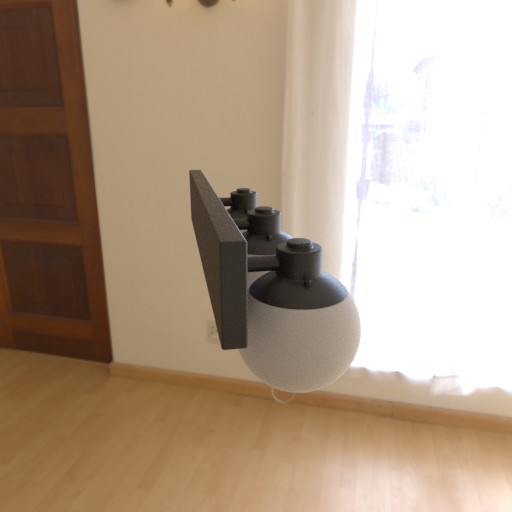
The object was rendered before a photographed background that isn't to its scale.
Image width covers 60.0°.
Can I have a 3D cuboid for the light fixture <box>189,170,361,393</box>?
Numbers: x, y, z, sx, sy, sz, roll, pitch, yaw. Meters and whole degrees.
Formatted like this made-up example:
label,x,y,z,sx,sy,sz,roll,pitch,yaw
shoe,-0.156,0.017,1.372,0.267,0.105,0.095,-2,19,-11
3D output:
label,x,y,z,sx,sy,sz,roll,pitch,yaw
light fixture,0.000,0.000,0.877,0.218,0.263,0.721,-3,18,-10
